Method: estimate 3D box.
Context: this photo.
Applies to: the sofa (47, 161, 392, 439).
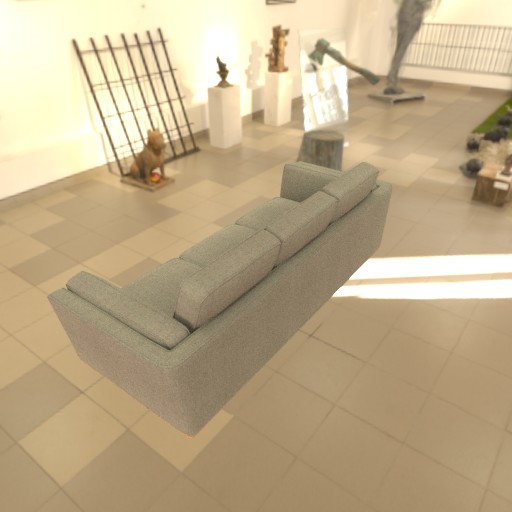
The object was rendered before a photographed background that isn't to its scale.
[{"bbox_3d":[0.000,0.000,2.900,0.903,0.899,2.362,22,38,30],"label":"sofa"}]
